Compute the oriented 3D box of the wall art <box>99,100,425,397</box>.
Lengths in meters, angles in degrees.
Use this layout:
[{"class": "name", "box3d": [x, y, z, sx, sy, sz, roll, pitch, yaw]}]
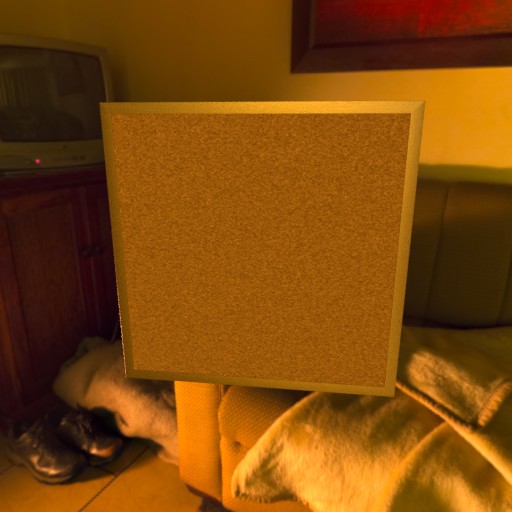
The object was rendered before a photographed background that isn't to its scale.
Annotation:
[{"class": "wall art", "box3d": [0.000, 0.000, 1.164, 0.767, 0.765, 0.036, 2, 17, 7]}]
